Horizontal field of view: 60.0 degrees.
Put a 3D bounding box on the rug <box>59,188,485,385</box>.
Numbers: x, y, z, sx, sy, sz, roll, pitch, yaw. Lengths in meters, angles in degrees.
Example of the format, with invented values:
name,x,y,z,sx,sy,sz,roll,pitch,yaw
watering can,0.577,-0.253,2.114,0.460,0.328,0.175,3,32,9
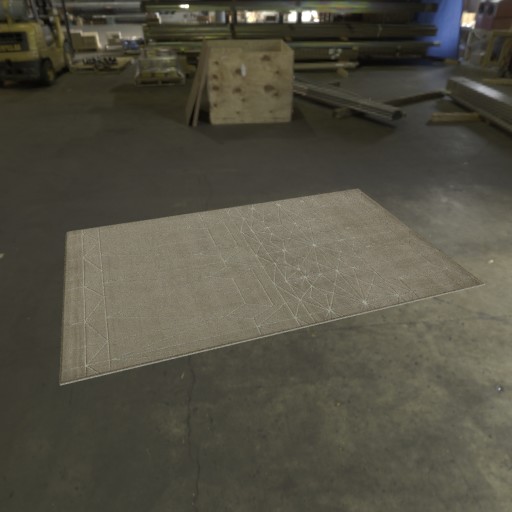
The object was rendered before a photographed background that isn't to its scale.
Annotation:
name,x,y,z,sx,sy,sz,roll,pitch,yaw
rug,0.000,0.000,2.988,2.438,0.012,1.524,-10,34,-16
